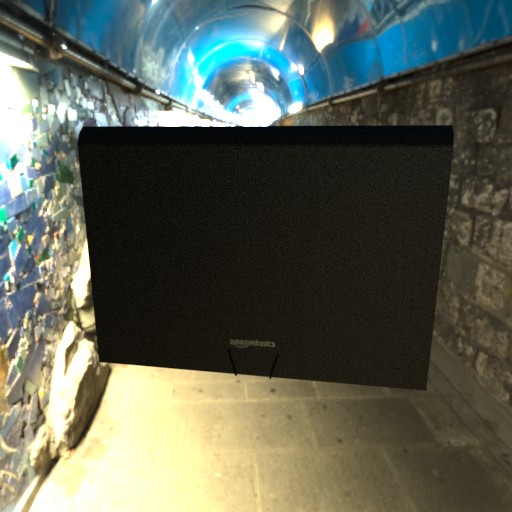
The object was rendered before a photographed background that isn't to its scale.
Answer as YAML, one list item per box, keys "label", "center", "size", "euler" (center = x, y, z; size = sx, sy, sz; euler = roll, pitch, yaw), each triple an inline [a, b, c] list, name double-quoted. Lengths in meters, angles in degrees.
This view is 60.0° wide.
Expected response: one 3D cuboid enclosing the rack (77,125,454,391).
- label: "rack"
  center: [0.000, 0.000, 0.428]
  size: [0.330, 0.241, 0.041]
  euler: [3, 15, 9]
